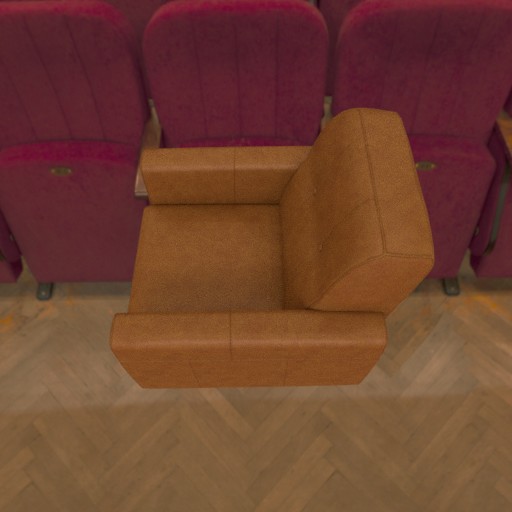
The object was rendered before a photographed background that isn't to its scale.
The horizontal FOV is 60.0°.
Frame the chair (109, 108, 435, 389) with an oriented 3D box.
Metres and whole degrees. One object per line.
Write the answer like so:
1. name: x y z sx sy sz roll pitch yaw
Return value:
1. chair: 0.000 0.000 1.668 0.942 0.968 0.845 0 58 0
